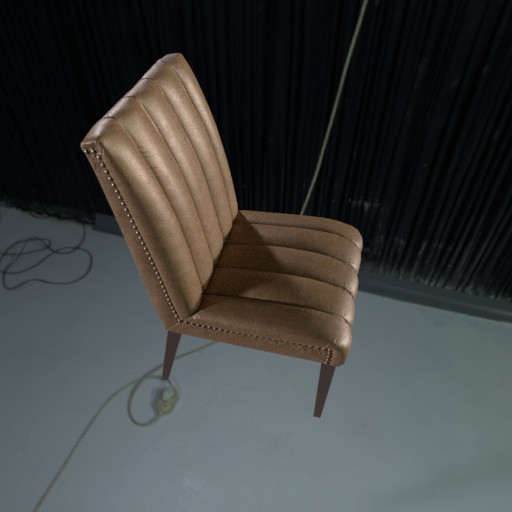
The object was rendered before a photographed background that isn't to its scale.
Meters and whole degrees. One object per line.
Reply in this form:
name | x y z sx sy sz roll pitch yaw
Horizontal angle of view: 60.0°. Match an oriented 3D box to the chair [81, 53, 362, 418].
chair | 0.000 0.000 1.373 0.647 1.016 0.511 10 46 10
